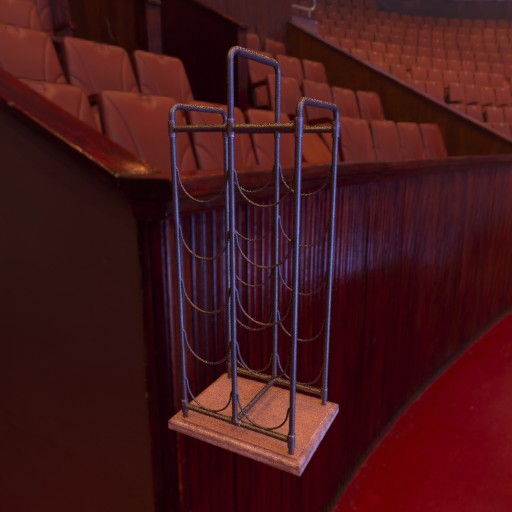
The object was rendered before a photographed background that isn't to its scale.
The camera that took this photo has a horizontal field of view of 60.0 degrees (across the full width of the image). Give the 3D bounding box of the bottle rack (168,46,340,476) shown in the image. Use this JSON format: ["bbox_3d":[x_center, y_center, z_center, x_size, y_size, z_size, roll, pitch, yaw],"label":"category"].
[{"bbox_3d":[0.000,0.000,0.804,0.276,0.680,0.208,8,16,27],"label":"bottle rack"}]
